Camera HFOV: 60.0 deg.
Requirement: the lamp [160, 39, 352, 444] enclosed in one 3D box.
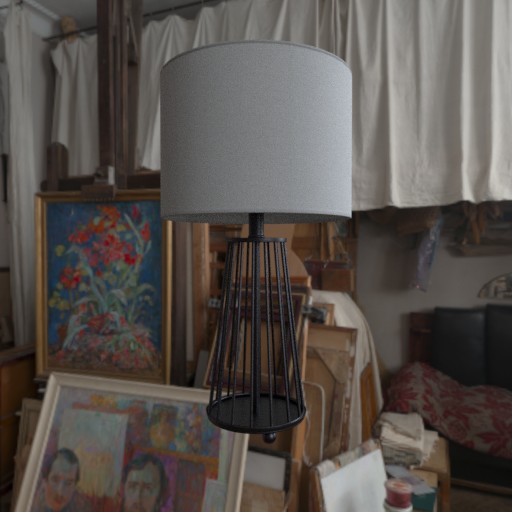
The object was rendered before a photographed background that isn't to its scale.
[{"bbox_3d":[0.000,0.000,0.766,0.322,0.593,0.322,0,1,-17],"label":"lamp"}]
